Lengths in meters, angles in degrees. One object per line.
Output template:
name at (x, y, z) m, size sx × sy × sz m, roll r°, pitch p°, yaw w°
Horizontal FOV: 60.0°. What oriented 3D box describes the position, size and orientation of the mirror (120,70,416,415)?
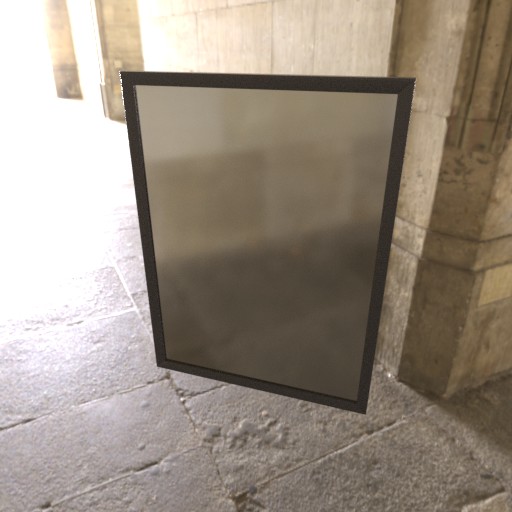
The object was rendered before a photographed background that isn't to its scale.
mirror at (0.000, 0.000, 1.334) m, size 0.762 × 1.016 × 0.040 m, roll 8°, pitch 27°, yaw 16°
